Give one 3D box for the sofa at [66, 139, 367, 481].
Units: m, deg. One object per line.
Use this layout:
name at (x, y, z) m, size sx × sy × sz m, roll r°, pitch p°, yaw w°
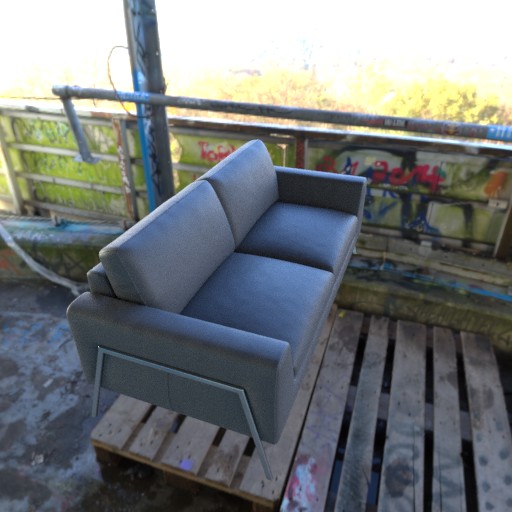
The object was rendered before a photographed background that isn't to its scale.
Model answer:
sofa at (0.000, 0.000, 2.581) m, size 0.953 × 0.875 × 2.017 m, roll 11°, pitch 33°, yaw 18°
